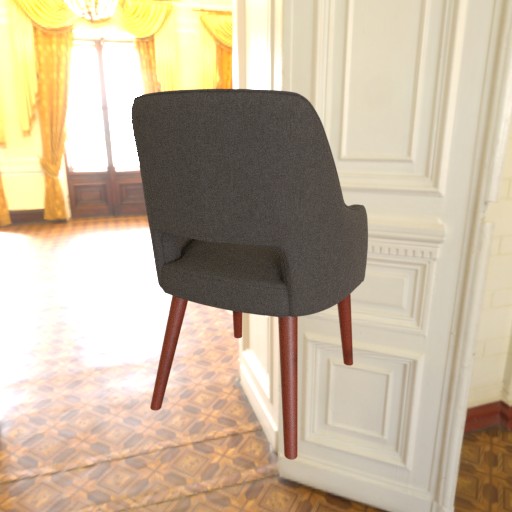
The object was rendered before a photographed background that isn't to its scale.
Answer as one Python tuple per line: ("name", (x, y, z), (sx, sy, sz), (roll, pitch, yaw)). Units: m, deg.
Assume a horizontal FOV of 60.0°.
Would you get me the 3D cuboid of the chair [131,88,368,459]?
("chair", (0.000, 0.000, 1.233), (0.559, 0.838, 0.560), (8, 19, 26))
